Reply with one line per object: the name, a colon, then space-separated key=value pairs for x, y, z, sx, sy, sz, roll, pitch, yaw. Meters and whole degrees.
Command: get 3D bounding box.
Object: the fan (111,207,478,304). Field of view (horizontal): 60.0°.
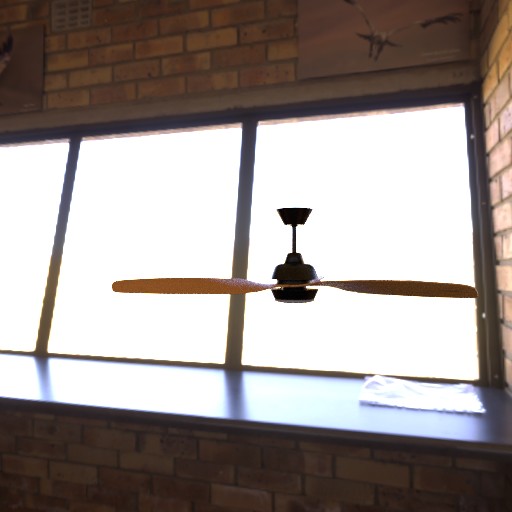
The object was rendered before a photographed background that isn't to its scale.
fan: x=0.000 y=0.000 z=1.625 sx=1.010 sy=0.355 sz=1.142 roll=0 pitch=-1 yaw=-16
